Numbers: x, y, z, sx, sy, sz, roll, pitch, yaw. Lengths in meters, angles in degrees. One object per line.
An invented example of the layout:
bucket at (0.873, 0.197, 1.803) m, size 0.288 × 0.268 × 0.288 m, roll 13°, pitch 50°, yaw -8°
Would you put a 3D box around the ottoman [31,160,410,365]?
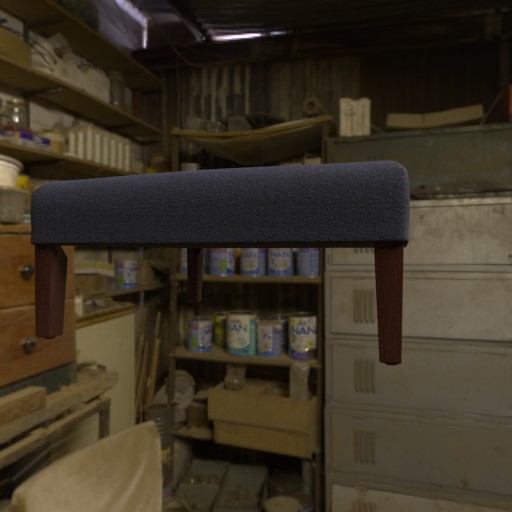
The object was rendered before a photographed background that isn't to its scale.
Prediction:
ottoman at (0.000, 0.000, 1.374) m, size 0.890 × 0.411 × 0.889 m, roll 0°, pitch 0°, yaw 18°
